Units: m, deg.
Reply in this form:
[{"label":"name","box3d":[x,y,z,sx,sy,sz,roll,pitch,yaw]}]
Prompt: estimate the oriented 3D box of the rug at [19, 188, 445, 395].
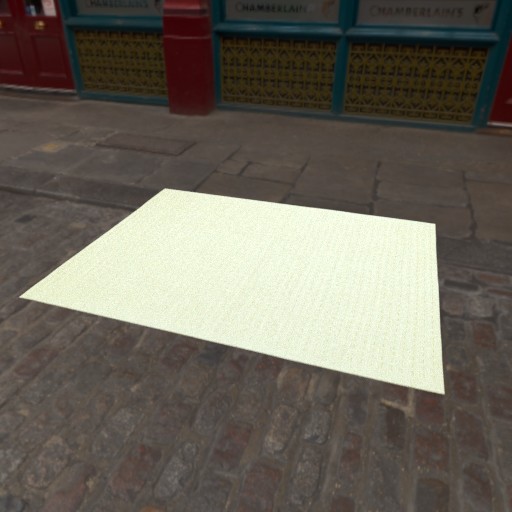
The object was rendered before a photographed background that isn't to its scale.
[{"label":"rug","box3d":[0.000,0.000,4.111,3.204,0.016,2.452,9,32,16]}]
